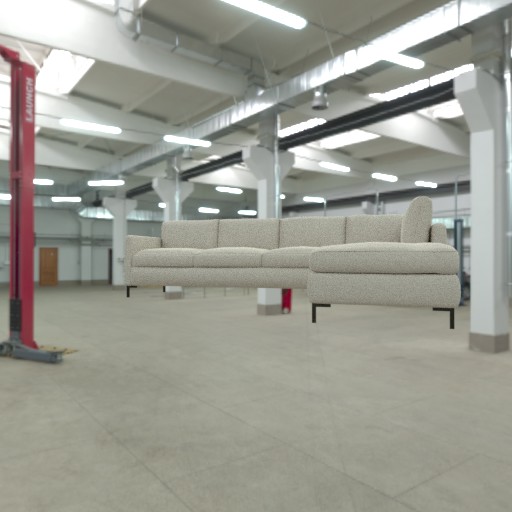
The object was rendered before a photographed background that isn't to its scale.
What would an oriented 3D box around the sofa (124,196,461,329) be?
[{"bbox_3d":[0.000,0.000,3.752,2.949,0.815,2.007,0,0,18],"label":"sofa"}]
